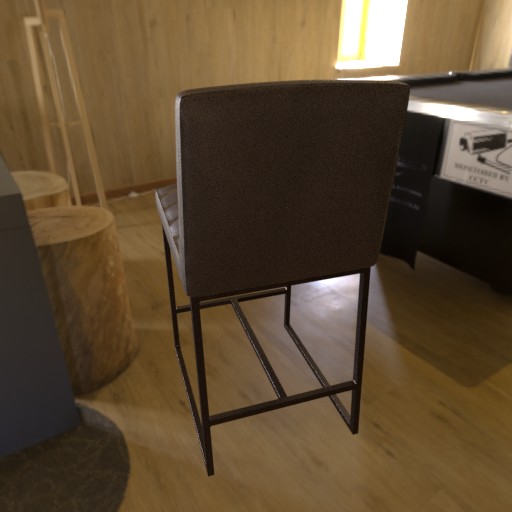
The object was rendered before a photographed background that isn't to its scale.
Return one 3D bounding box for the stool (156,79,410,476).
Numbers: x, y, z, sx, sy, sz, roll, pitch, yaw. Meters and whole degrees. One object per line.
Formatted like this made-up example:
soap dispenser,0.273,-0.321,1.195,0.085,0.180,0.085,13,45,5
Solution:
stool,0.000,0.000,1.209,0.463,0.946,0.562,-9,29,-16
